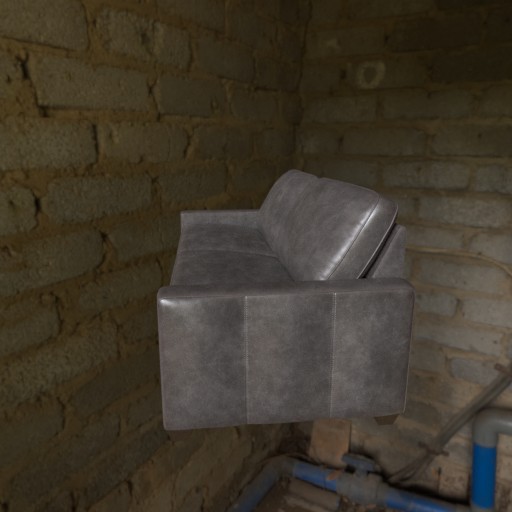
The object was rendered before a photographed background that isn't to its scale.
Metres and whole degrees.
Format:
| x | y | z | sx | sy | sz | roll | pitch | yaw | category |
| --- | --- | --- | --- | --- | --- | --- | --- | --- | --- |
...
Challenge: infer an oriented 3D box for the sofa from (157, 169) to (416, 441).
| x | y | z | sx | sy | sz | roll | pitch | yaw | category |
| --- | --- | --- | --- | --- | --- | --- | --- | --- | --- |
| 0.000 | 0.000 | 2.560 | 0.939 | 0.916 | 2.081 | -2 | 14 | -7 | sofa |
